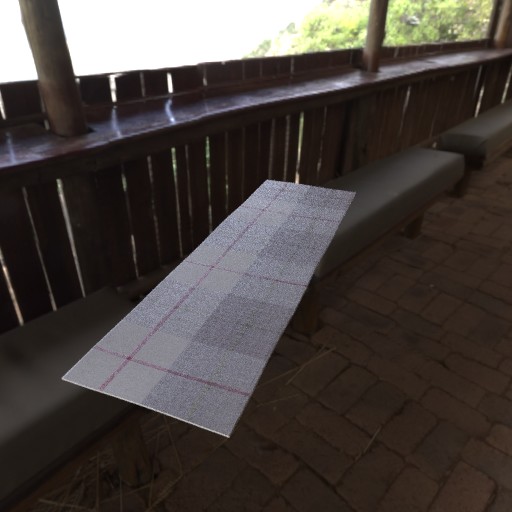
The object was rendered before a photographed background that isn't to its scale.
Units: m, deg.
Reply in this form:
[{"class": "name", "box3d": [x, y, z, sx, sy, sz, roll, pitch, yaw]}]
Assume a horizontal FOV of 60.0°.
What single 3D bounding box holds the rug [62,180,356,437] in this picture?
[{"class": "rug", "box3d": [0.000, 0.000, 2.686, 0.762, 0.013, 2.439, 11, 32, 18]}]
